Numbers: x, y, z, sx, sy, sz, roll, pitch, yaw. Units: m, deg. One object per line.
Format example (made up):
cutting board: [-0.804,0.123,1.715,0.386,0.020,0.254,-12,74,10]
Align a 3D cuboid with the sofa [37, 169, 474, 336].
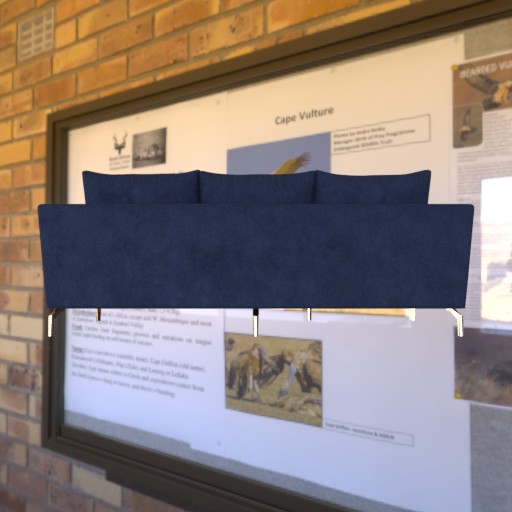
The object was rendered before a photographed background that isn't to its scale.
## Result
sofa: [0.000,0.000,3.709,2.463,0.988,2.472,0,-2,0]
